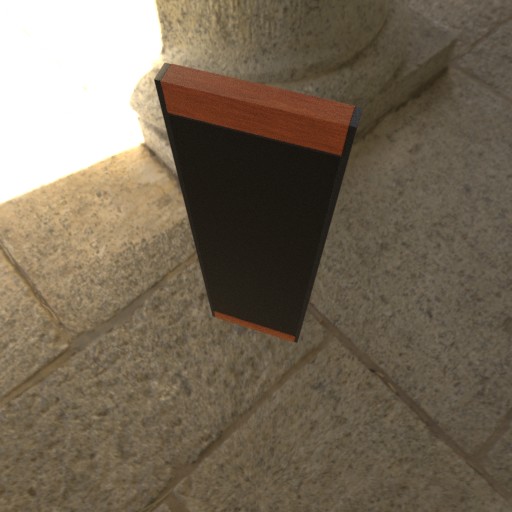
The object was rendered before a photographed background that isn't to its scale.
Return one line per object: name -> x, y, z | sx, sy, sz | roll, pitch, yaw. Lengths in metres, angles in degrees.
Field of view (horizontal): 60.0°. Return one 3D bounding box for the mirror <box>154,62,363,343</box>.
mirror -> 0.000, 0.000, 1.214 | 0.343, 1.123, 0.047 | 16, 63, 8
